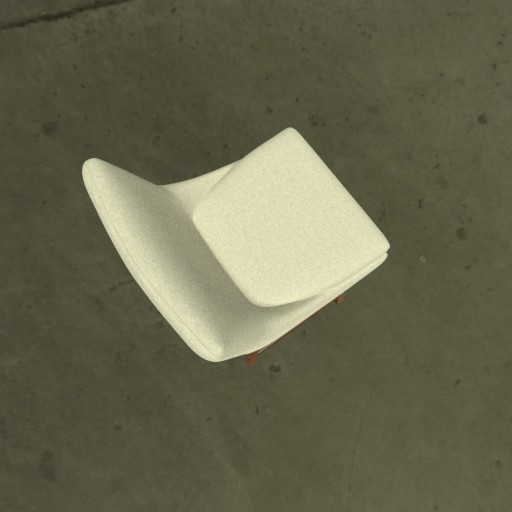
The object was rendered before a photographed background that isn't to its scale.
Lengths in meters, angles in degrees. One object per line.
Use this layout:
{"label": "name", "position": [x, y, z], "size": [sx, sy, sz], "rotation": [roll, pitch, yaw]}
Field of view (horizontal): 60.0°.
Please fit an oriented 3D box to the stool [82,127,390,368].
{"label": "stool", "position": [0.000, 0.000, 1.288], "size": [0.559, 0.991, 0.469], "rotation": [-34, 77, -9]}
